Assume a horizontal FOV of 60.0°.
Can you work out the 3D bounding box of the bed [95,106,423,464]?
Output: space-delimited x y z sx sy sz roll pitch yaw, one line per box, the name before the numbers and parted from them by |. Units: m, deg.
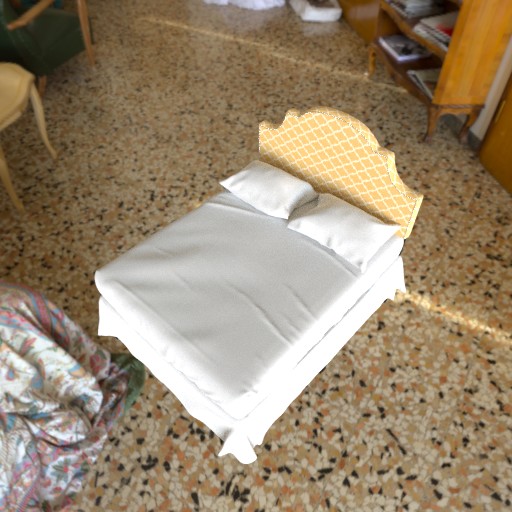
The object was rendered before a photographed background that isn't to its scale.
bed | 0.000 0.000 3.433 1.780 1.633 2.222 34 56 28
